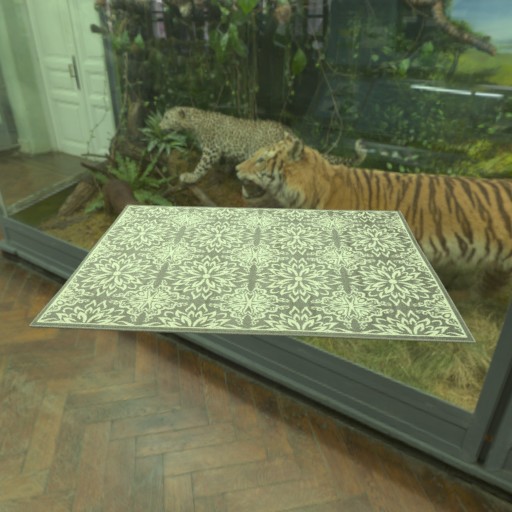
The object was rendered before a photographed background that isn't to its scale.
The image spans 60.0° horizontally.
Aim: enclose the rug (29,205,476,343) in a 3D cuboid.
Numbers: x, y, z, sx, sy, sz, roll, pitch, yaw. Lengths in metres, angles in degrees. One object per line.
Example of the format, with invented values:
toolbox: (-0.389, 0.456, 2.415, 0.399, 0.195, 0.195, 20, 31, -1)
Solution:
rug: (0.000, 0.000, 2.887, 2.213, 0.014, 1.608, 2, 29, 3)
